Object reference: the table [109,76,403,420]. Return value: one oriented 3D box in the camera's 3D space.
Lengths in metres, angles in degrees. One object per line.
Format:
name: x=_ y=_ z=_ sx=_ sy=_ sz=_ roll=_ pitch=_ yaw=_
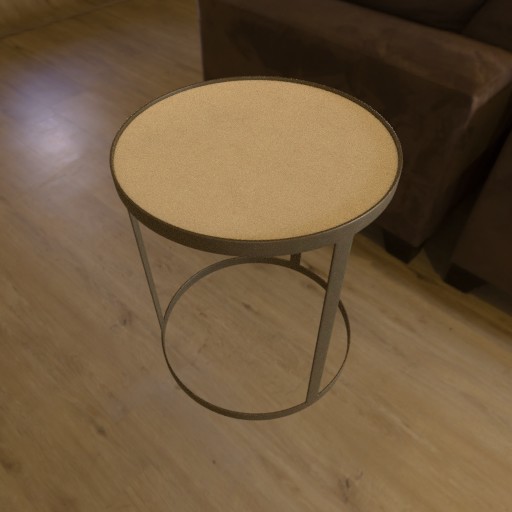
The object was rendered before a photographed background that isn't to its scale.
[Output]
table: x=0.000 y=0.000 z=0.948 sx=0.480 sy=0.565 sz=0.480 roll=0 pitch=47 yaw=0
